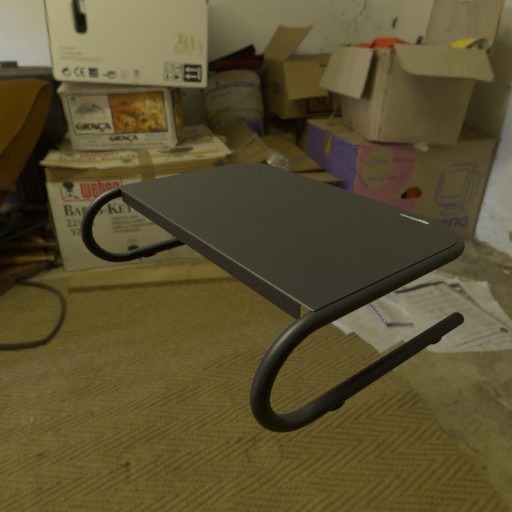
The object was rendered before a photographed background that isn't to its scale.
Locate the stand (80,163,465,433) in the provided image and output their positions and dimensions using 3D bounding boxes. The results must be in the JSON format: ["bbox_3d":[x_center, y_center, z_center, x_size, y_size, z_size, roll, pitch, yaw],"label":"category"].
[{"bbox_3d":[0.000,0.000,0.506,0.280,0.108,0.370,-19,32,-33],"label":"stand"}]
